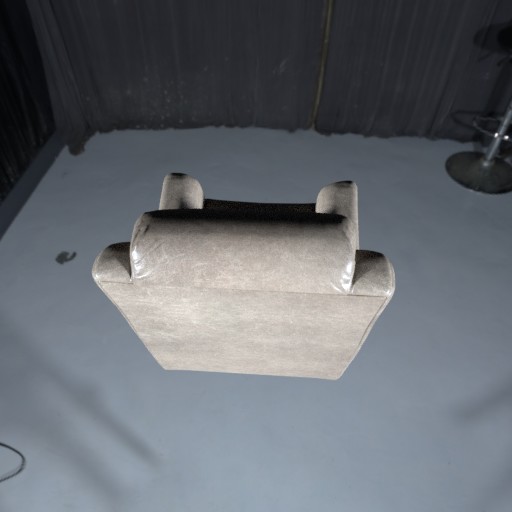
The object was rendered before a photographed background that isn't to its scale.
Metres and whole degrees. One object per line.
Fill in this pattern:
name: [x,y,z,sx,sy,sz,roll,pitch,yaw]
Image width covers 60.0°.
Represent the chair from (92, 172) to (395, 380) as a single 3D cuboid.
chair: [0.000,0.000,1.912,0.967,1.116,1.068,3,47,3]
